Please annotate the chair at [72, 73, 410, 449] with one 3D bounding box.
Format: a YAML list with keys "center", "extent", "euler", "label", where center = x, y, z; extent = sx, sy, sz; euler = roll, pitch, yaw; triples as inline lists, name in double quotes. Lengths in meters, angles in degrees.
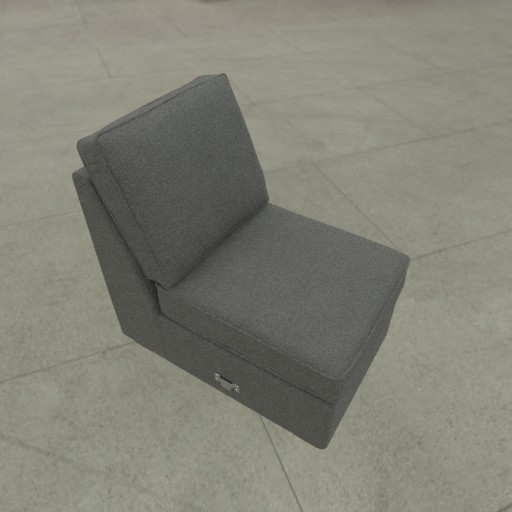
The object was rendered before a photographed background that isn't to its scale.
- center: [0.000, 0.000, 1.539]
  extent: [0.938, 0.970, 0.621]
  euler: [23, 46, 24]
  label: "chair"
